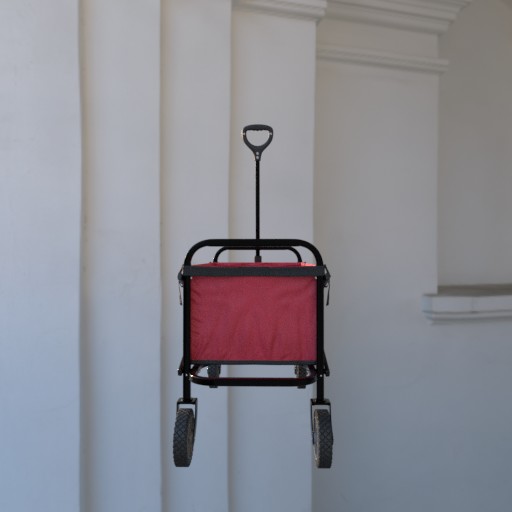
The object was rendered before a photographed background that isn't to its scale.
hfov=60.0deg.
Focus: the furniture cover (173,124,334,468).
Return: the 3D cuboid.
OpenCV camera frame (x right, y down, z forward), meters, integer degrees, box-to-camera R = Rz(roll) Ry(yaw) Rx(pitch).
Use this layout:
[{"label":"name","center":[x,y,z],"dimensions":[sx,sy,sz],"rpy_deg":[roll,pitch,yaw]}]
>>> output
[{"label":"furniture cover","center":[0.000,0.000,1.809],"dimensions":[0.532,1.295,1.038],"rpy_deg":[0,0,1]}]
